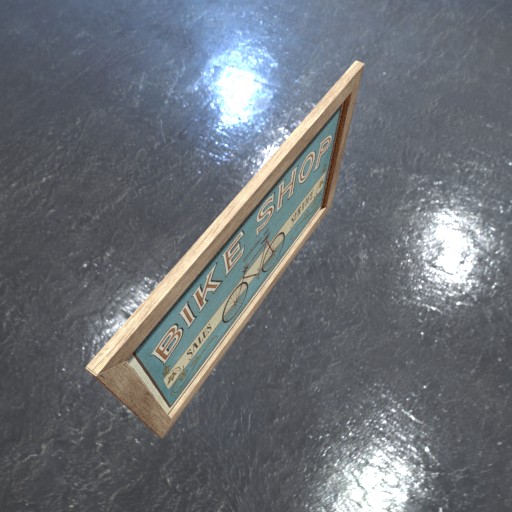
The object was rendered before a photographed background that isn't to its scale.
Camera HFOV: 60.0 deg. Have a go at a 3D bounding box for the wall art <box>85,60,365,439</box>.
[{"bbox_3d":[0.000,0.000,0.952,0.021,0.480,0.780,30,63,17],"label":"wall art"}]
